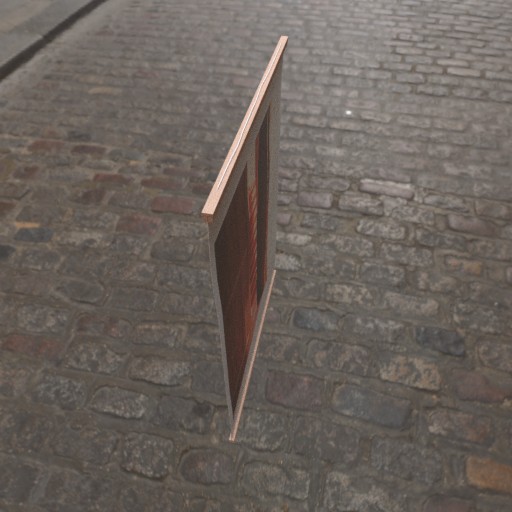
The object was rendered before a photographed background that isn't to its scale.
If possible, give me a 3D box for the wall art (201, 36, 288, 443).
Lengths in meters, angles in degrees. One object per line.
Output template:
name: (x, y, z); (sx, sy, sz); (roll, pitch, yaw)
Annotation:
wall art: (0.000, 0.000, 1.346); (0.020, 1.013, 0.758); (9, 48, 8)
